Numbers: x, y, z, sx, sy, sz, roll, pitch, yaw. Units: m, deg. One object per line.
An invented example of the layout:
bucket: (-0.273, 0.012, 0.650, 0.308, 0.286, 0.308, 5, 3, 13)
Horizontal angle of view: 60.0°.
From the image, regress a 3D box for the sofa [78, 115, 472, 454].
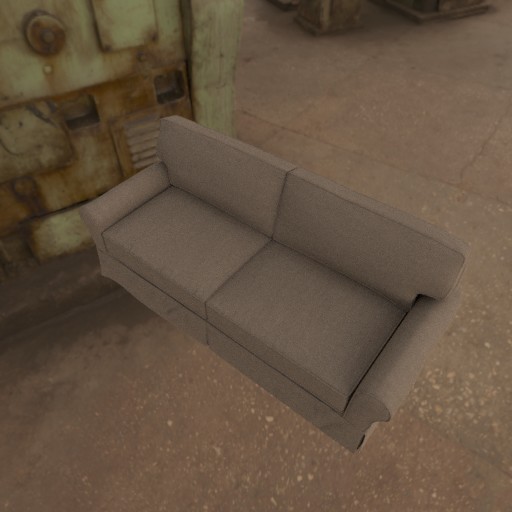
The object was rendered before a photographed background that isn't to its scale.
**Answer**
sofa: (0.000, 0.000, 2.711, 2.248, 0.943, 0.991, 30, 53, 25)
